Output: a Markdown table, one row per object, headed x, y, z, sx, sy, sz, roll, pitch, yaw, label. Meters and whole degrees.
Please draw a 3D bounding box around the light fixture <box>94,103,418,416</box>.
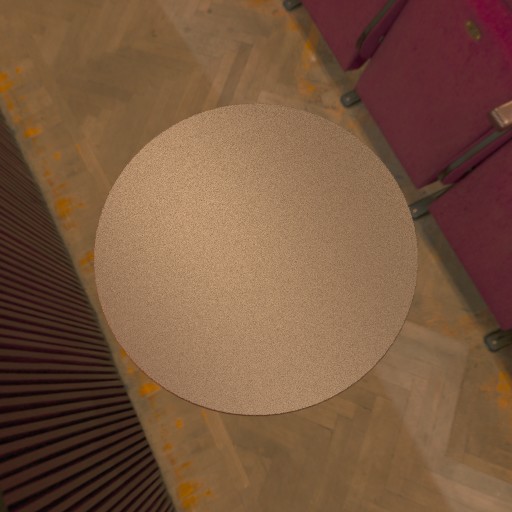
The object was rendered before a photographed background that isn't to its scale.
| x | y | z | sx | sy | sz | roll | pitch | yaw | label |
| --- | --- | --- | --- | --- | --- | --- | --- | --- | --- |
| 0.000 | 0.000 | 0.550 | 0.368 | 0.100 | 0.368 | 0 | 75 | 0 | light fixture |
